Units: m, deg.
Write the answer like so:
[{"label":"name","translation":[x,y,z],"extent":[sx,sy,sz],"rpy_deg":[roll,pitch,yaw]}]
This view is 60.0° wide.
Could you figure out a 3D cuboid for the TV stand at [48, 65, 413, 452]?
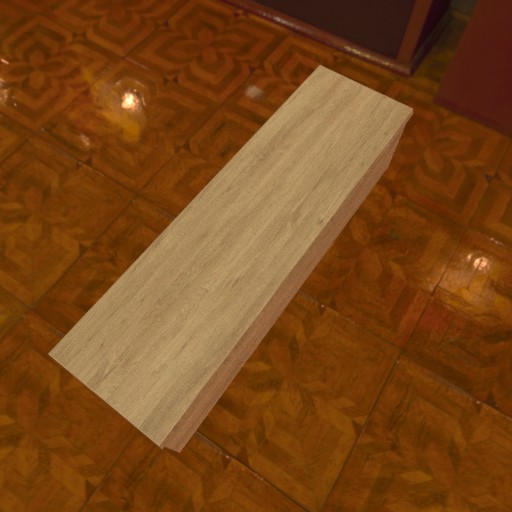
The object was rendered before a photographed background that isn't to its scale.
[{"label":"TV stand","translation":[0.000,0.000,1.579],"extent":[0.401,0.565,1.313],"rpy_deg":[32,67,15]}]
